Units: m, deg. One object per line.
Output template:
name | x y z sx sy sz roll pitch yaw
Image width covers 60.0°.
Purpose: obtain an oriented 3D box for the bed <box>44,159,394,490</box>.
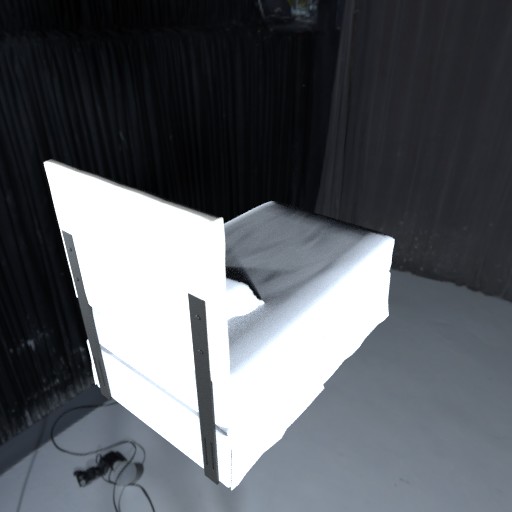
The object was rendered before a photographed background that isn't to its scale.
bed | 0.000 0.000 2.931 1.261 1.571 1.997 21 36 32
